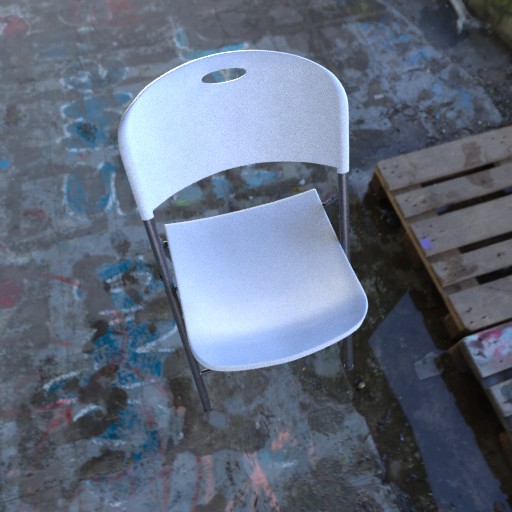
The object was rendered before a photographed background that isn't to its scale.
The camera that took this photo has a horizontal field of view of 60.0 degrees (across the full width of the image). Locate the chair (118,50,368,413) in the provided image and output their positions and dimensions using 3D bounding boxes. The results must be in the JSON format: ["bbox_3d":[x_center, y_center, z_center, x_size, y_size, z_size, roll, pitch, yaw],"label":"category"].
[{"bbox_3d":[0.000,0.000,1.150,0.494,0.810,0.566,-14,64,-7],"label":"chair"}]
